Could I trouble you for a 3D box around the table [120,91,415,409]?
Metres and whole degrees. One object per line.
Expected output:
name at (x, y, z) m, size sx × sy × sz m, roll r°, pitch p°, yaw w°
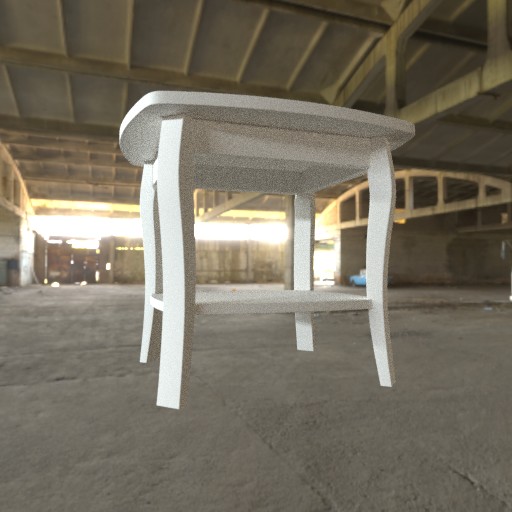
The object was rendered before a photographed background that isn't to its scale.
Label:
table at (0.000, 0.000, 0.850) m, size 0.502 × 0.438 × 0.451 m, roll 0°, pitch -1°, yaw -19°
